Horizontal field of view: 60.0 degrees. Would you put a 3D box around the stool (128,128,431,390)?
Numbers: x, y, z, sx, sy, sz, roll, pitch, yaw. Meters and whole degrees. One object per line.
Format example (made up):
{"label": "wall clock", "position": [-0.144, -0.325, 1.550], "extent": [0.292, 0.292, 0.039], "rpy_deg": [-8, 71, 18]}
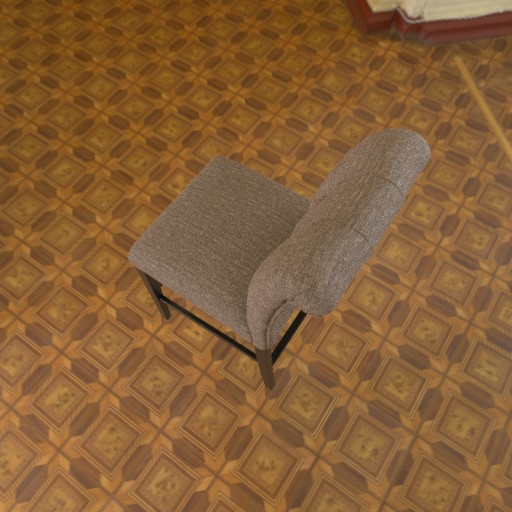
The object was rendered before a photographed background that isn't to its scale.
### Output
{"label": "stool", "position": [0.000, 0.000, 1.312], "extent": [0.611, 0.970, 0.457], "rpy_deg": [31, 67, 15]}
